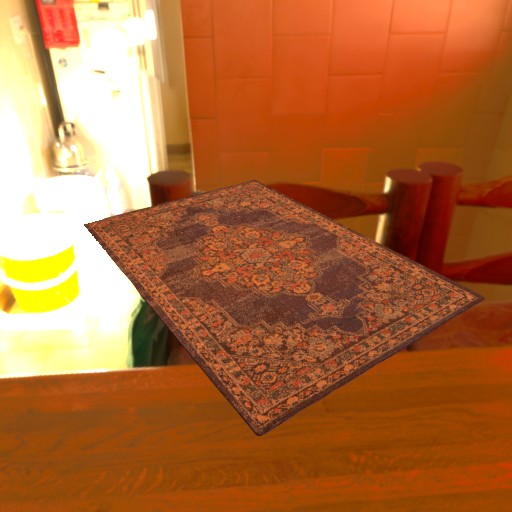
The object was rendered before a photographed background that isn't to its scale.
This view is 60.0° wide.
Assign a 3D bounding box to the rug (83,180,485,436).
[{"bbox_3d":[0.000,0.000,3.759,2.053,0.011,2.940,-20,36,-30],"label":"rug"}]
